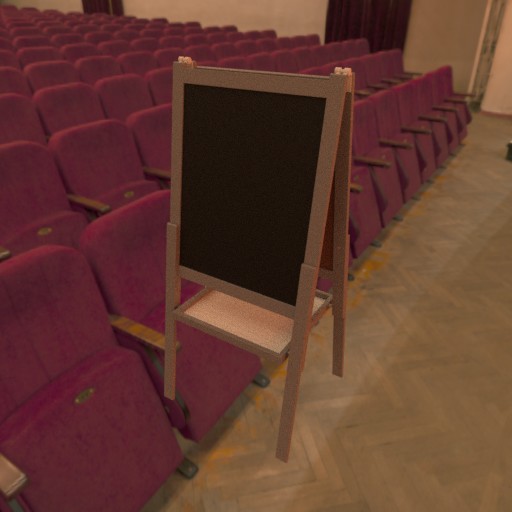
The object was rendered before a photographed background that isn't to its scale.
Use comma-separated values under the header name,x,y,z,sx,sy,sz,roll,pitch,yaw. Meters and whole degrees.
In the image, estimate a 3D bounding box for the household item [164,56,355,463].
name,x,y,z,sx,sy,sz,roll,pitch,yaw
household item,0.000,0.000,1.453,0.531,1.172,0.469,17,34,28
